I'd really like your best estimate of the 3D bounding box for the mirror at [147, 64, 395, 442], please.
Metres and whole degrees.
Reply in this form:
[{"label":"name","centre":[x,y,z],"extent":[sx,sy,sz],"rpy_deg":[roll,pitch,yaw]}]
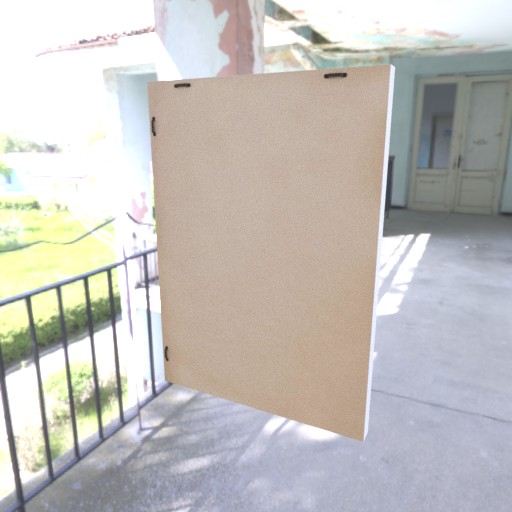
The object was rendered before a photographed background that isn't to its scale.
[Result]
[{"label":"mirror","centre":[0.000,0.000,0.932],"extent":[0.507,0.710,0.039],"rpy_deg":[8,17,27]}]
